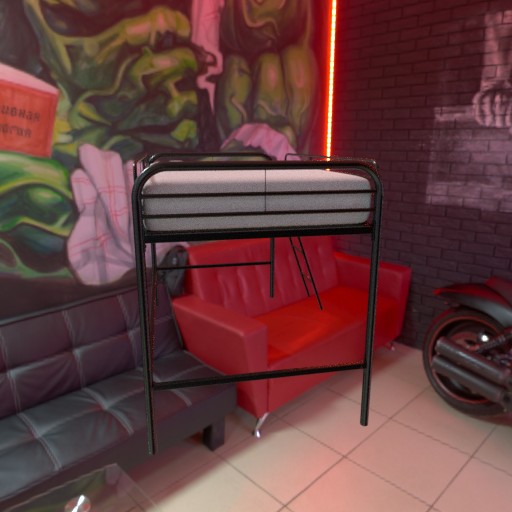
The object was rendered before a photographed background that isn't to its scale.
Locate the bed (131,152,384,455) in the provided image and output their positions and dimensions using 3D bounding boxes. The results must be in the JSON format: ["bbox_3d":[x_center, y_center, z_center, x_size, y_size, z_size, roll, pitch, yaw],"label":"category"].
[{"bbox_3d":[0.000,0.000,2.895,1.393,1.289,1.968,-3,14,-11],"label":"bed"}]
